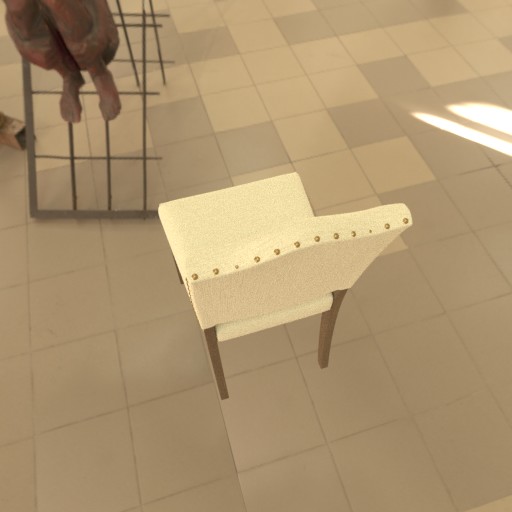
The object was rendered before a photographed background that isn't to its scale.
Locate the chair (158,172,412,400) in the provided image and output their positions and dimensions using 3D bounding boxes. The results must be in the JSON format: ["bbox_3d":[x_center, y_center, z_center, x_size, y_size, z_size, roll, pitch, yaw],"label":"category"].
[{"bbox_3d":[0.000,0.000,1.343,0.508,1.015,0.619,-15,59,-9],"label":"chair"}]
